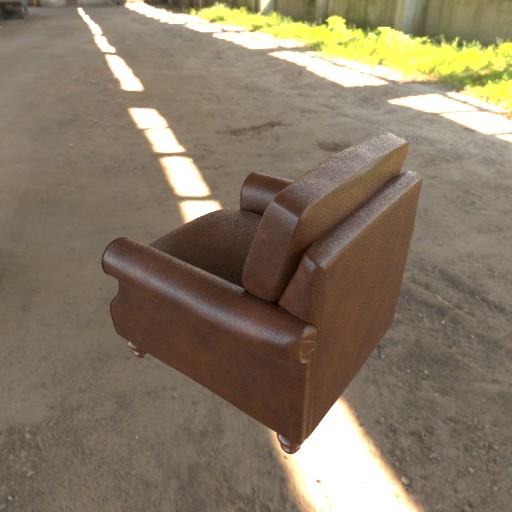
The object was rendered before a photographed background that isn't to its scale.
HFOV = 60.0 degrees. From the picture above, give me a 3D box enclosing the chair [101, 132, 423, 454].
[{"bbox_3d":[0.000,0.000,1.794,0.992,0.972,0.989,21,38,30],"label":"chair"}]
